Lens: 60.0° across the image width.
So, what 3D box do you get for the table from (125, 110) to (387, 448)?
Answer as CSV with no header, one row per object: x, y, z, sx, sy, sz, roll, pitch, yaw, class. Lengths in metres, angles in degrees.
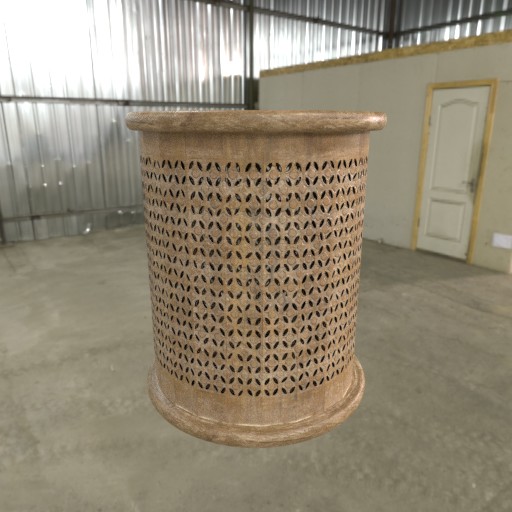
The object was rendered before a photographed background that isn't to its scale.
0.000,0.000,0.783,0.407,0.482,0.407,0,17,0,table
